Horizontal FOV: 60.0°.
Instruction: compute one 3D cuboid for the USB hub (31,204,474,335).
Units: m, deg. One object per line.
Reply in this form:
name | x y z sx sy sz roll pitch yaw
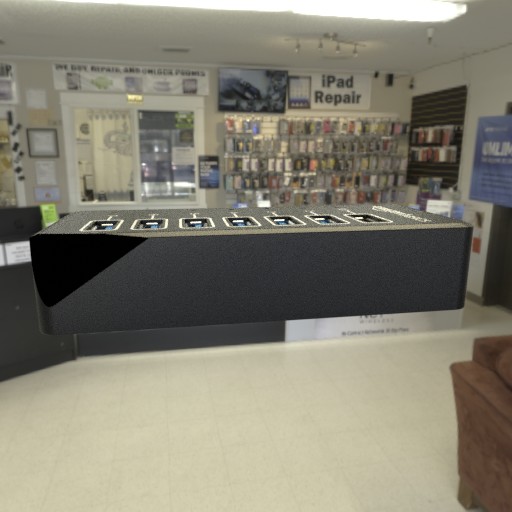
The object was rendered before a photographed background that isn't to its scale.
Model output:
USB hub | 0.000 0.000 0.128 0.110 0.023 0.044 -2 14 -9
